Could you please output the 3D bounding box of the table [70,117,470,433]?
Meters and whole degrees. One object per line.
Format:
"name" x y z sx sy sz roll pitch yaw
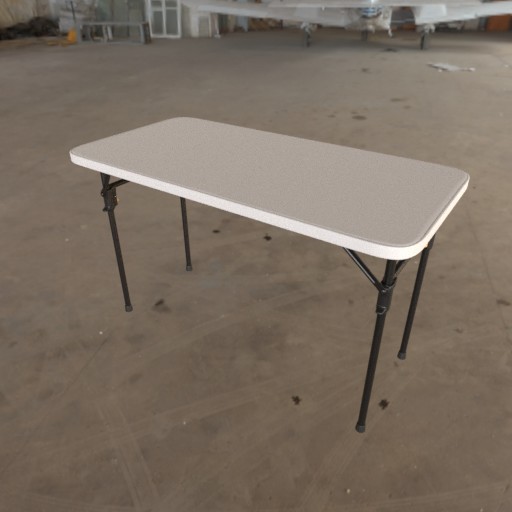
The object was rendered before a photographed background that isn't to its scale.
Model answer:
"table" 0.000 0.000 1.629 1.219 0.729 0.610 20 36 29
